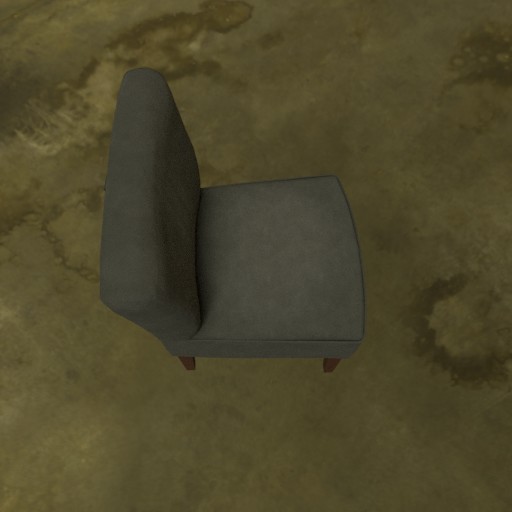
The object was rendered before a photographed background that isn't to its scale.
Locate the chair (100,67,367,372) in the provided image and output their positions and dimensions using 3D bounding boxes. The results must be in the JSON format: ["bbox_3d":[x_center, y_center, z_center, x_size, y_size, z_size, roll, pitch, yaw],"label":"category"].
[{"bbox_3d":[0.000,0.000,1.171,0.554,0.806,0.521,-3,64,-1],"label":"chair"}]
